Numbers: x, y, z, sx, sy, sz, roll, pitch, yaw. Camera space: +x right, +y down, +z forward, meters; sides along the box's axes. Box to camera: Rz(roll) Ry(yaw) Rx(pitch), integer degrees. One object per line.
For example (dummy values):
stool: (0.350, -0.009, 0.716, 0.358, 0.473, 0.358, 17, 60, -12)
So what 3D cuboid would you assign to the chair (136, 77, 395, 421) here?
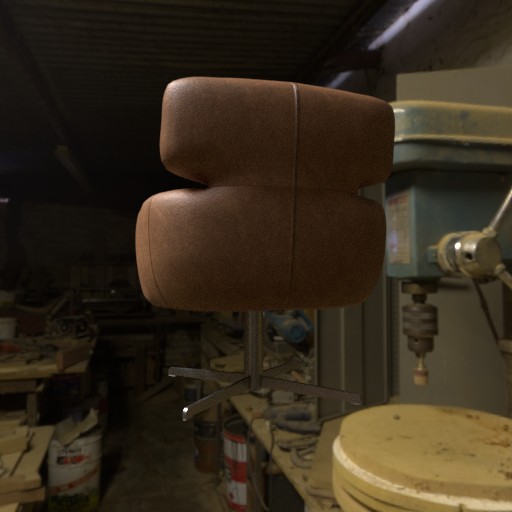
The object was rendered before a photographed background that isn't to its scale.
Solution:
chair: (0.000, 0.000, 1.347, 0.706, 0.812, 0.715, 0, -2, -15)
